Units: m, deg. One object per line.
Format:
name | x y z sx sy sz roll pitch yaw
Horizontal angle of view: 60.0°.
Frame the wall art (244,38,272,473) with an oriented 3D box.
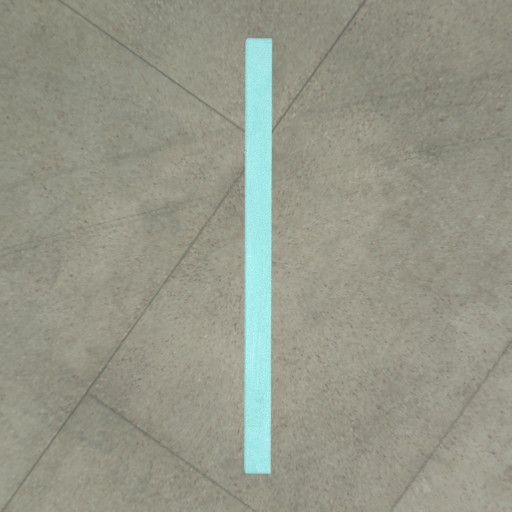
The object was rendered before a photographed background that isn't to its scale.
wall art | 0.000 0.000 1.159 0.054 0.766 0.765 0 90 0
